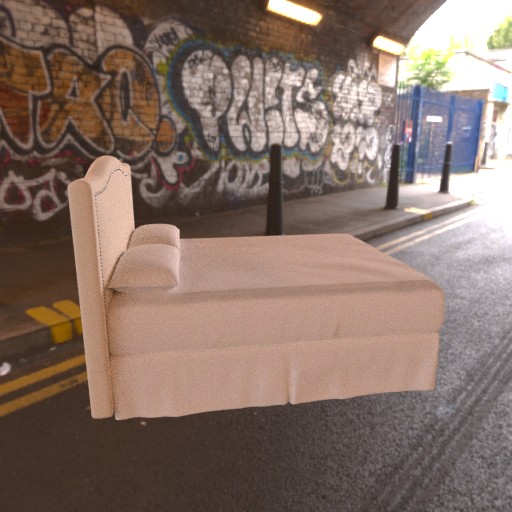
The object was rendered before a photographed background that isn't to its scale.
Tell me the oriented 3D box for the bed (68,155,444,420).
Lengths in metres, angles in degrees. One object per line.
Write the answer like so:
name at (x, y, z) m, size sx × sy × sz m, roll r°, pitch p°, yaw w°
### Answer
bed at (0.000, 0.000, 3.277) m, size 2.143 × 1.460 × 1.753 m, roll -2°, pitch 15°, yaw -9°
